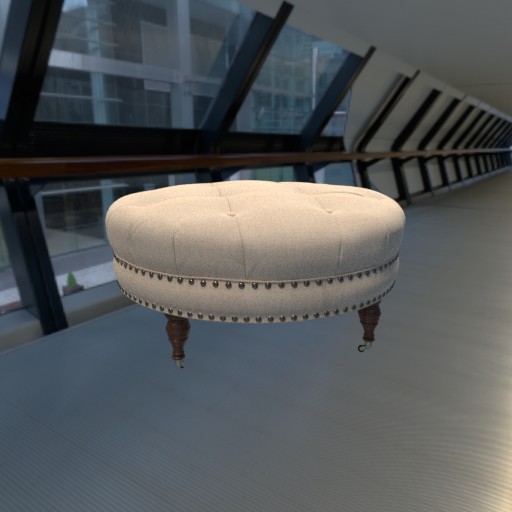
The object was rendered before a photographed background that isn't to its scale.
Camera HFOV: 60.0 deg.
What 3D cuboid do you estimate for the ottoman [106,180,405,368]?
[{"bbox_3d":[0.000,0.000,1.494,0.940,0.483,0.940,0,15,0],"label":"ottoman"}]
